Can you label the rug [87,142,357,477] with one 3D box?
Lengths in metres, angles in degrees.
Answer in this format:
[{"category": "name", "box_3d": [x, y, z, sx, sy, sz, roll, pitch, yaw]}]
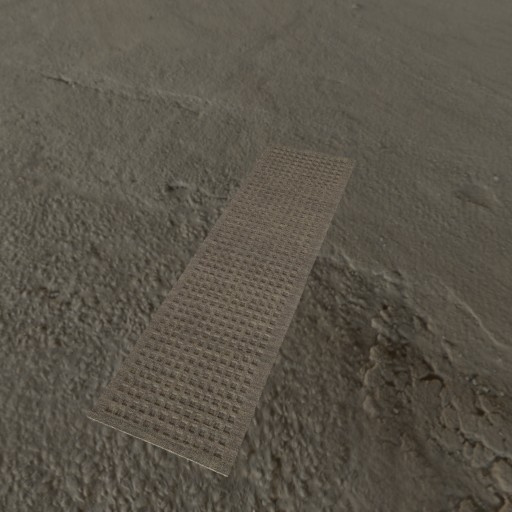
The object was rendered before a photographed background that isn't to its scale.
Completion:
[{"category": "rug", "box_3d": [0.000, 0.000, 2.719, 0.706, 0.009, 2.443, 16, 49, 14]}]
